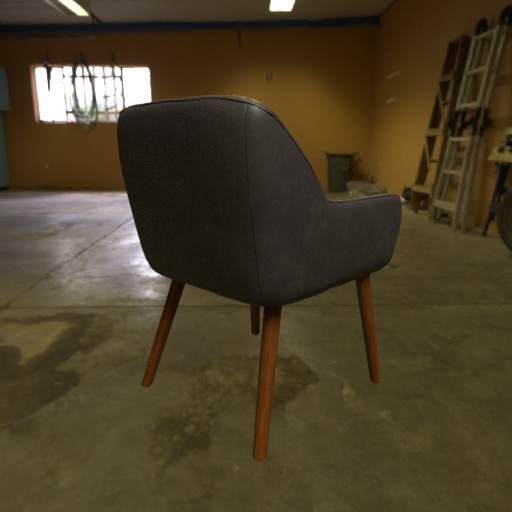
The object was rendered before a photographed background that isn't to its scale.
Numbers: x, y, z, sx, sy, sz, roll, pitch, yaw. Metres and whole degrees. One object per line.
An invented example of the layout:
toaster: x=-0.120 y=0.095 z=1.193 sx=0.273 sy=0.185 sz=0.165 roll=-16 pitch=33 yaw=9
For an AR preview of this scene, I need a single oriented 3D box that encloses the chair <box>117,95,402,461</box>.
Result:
chair: x=0.000 y=0.000 z=1.288 sx=0.610 sy=0.828 sz=0.610 roll=13 pitch=19 yaw=42
